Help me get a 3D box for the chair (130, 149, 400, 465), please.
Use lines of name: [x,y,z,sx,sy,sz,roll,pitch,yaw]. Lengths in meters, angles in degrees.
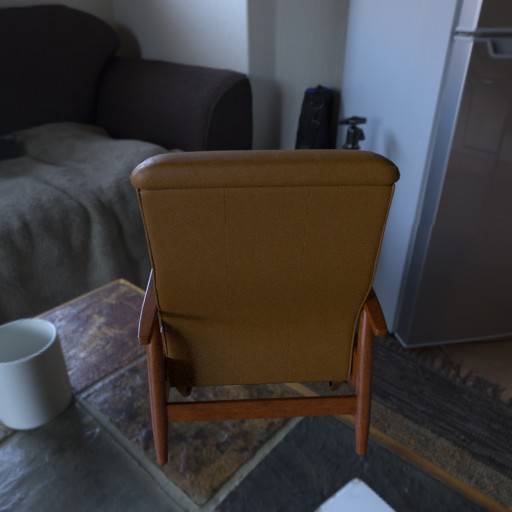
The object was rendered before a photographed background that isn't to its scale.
chair: [0.000,0.000,1.697,0.762,1.082,1.014,-2,30,-3]
